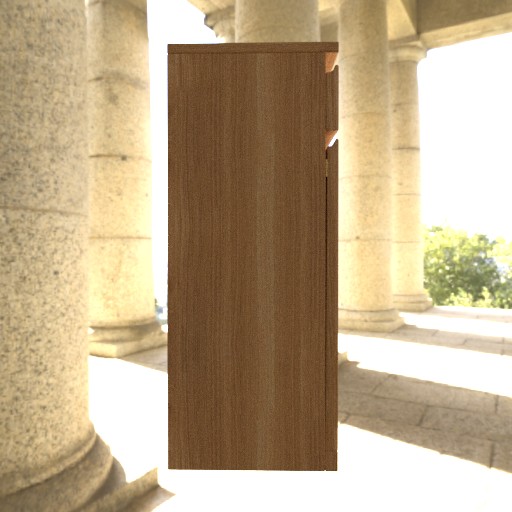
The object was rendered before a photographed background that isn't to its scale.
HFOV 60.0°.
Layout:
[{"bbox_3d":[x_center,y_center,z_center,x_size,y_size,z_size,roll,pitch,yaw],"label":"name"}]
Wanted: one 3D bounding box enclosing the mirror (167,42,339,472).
[{"bbox_3d":[0.000,0.000,1.433,0.400,1.000,0.800,0,1,1],"label":"mirror"}]
